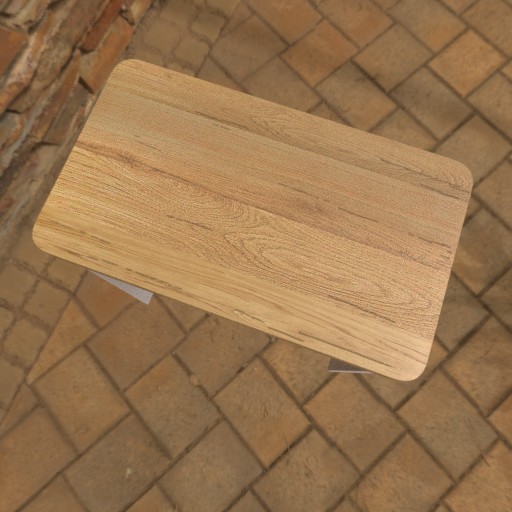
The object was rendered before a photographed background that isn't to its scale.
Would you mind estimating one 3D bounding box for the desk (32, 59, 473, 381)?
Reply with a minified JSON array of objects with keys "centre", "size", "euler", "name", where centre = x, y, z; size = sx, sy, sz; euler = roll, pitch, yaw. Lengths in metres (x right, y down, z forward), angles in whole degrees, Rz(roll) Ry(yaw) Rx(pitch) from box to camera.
[{"centre":[0.000,0.000,1.227],"size":[0.760,0.790,0.440],"euler":[19,77,5],"name":"desk"}]
